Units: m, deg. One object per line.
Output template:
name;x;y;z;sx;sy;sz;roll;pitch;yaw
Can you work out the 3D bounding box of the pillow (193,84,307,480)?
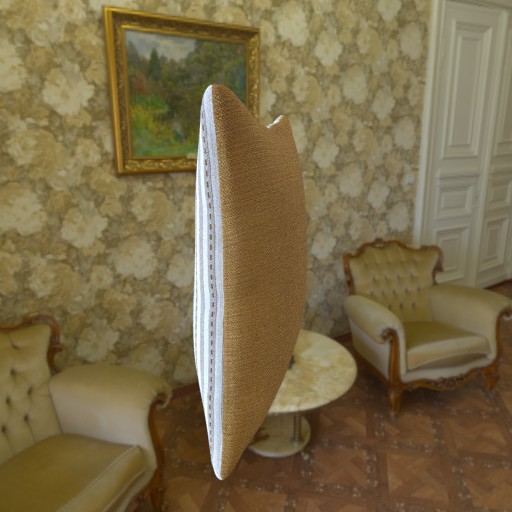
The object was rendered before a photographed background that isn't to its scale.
pillow;0.000;0.000;0.667;0.147;0.437;0.432;3;15;11
